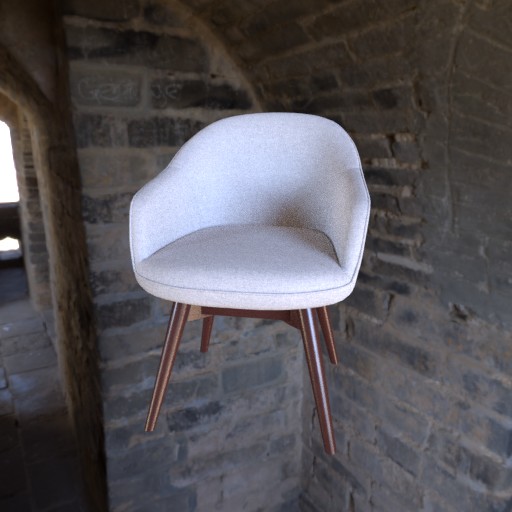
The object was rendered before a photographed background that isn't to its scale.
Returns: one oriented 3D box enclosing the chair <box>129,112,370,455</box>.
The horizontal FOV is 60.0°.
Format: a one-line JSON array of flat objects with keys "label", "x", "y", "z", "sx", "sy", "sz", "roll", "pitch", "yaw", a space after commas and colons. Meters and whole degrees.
[{"label": "chair", "x": 0.000, "y": 0.000, "z": 1.258, "sx": 0.596, "sy": 0.823, "sz": 0.635, "roll": 3, "pitch": 14, "yaw": 11}]
